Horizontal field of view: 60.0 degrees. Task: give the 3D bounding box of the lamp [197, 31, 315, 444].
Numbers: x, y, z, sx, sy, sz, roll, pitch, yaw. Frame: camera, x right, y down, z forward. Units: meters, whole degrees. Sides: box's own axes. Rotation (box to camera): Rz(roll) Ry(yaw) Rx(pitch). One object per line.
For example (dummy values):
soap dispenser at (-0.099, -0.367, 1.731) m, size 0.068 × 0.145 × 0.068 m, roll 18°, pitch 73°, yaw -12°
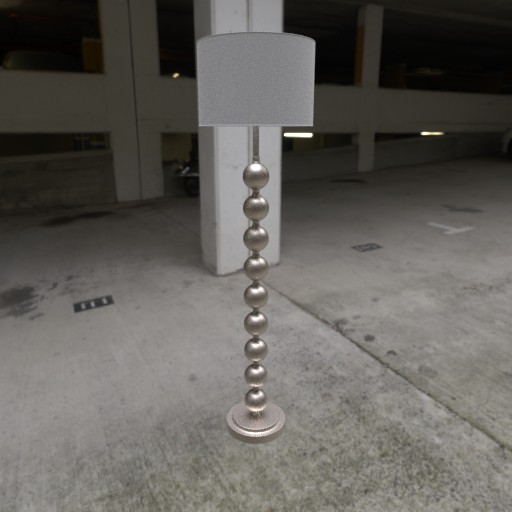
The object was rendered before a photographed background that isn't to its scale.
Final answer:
lamp at (0.000, 0.000, 1.670) m, size 0.394 × 1.474 × 0.394 m, roll -7°, pitch 18°, yaw -24°
